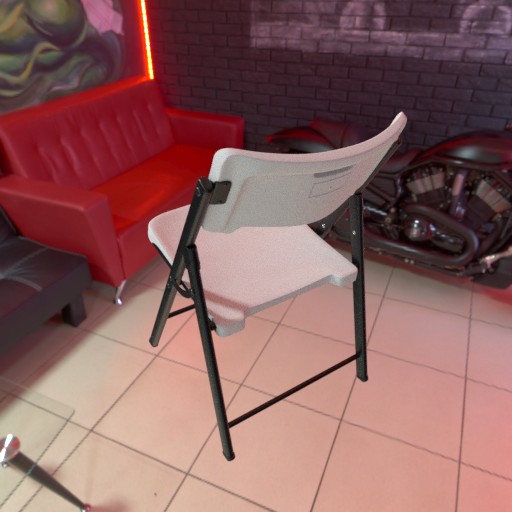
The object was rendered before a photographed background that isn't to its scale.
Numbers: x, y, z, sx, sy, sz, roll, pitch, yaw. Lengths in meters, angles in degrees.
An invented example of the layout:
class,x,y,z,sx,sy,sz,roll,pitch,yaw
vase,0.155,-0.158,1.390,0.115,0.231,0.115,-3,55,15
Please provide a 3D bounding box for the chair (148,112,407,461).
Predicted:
class,x,y,z,sx,sy,sz,roll,pitch,yaw
chair,0.000,0.000,1.141,0.482,0.765,0.577,-19,37,-28
